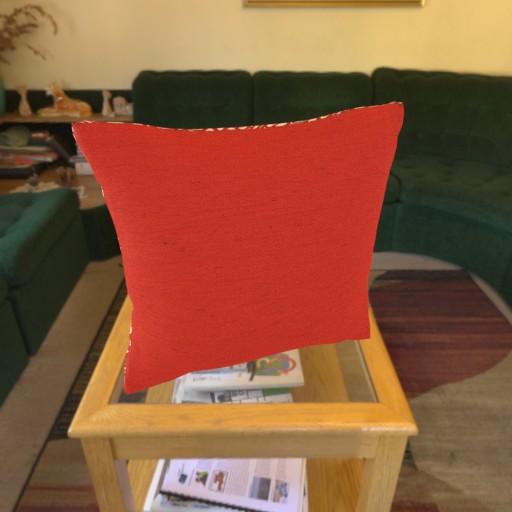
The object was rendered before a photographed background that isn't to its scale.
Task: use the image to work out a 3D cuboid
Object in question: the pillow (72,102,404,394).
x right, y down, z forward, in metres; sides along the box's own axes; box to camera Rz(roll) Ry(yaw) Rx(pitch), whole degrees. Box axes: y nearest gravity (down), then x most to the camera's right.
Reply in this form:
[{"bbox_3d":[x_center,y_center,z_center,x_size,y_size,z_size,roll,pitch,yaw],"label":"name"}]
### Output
[{"bbox_3d":[0.000,0.000,0.659,0.438,0.419,0.162,-9,30,-16],"label":"pillow"}]
